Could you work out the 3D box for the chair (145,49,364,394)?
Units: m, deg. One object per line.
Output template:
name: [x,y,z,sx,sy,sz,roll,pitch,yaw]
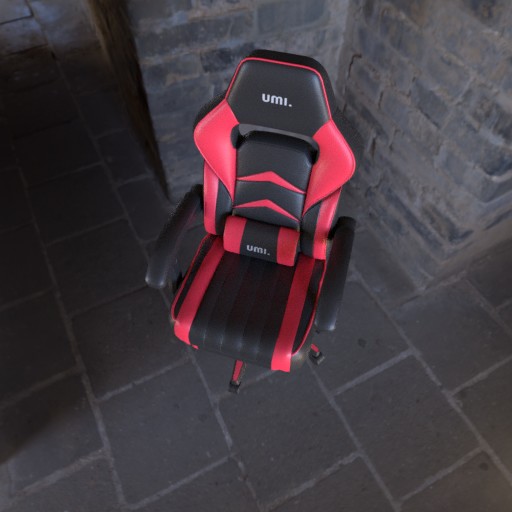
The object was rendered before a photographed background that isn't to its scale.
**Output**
chair: [0.000,0.000,1.626,0.700,1.220,0.700,14,58,9]
